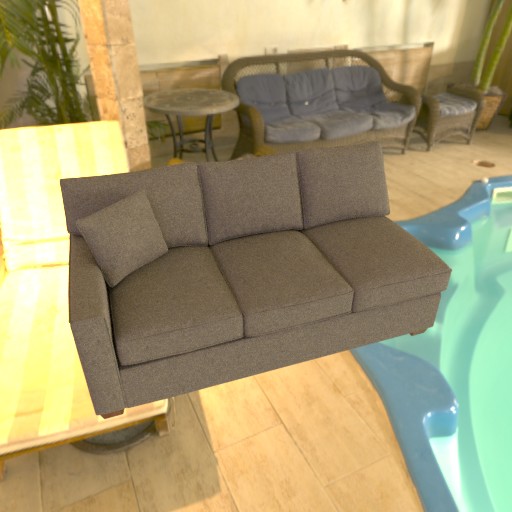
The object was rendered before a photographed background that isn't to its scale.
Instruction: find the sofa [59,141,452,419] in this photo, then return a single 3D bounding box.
[{"bbox_3d":[0.000,0.000,2.540,1.963,0.946,1.034,-11,33,-16],"label":"sofa"}]
